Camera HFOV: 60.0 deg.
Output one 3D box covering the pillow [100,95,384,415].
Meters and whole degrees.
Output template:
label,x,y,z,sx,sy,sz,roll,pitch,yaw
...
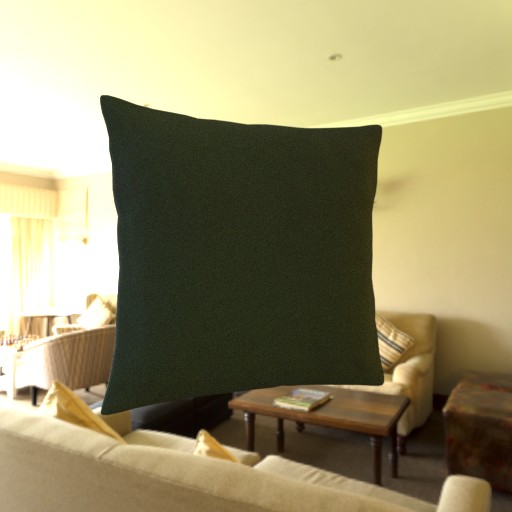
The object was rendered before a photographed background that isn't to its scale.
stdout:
label,x,y,z,sx,sy,sz,roll,pitch,yaw
pillow,0.000,0.000,0.784,0.523,0.510,0.166,0,-1,-17
